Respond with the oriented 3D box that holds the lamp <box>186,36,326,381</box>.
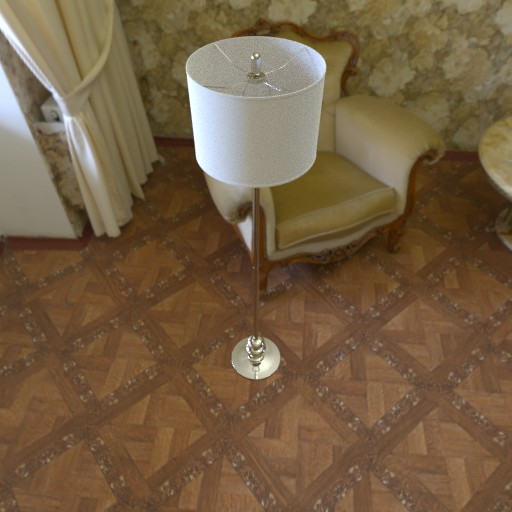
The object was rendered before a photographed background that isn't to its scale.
[{"bbox_3d":[0.000,0.000,1.653,0.356,1.487,0.356,-31,54,-26],"label":"lamp"}]
